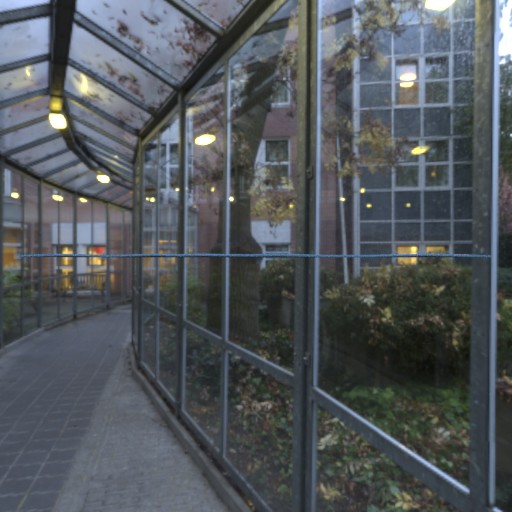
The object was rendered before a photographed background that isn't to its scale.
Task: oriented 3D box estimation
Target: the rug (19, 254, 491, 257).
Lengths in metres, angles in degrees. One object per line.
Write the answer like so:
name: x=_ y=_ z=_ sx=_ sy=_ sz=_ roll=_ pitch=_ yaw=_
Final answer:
rug: x=0.000 y=0.000 z=2.306 sx=1.847 sy=0.014 sz=1.195 roll=0 pitch=0 yaw=2
